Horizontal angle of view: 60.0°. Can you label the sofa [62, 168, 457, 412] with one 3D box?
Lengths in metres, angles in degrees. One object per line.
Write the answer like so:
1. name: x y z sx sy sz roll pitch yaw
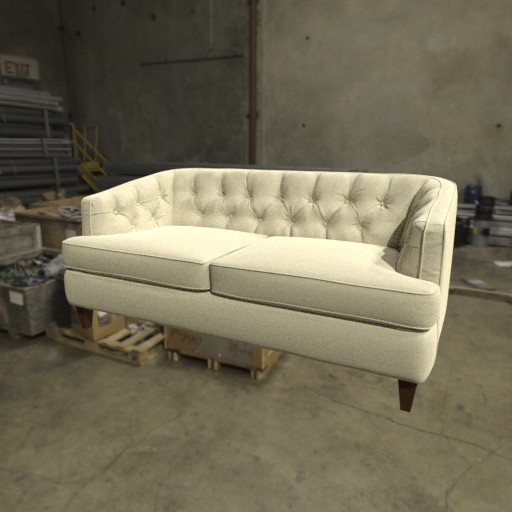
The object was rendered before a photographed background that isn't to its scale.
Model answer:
1. sofa: 0.000 0.000 2.175 1.733 0.855 0.941 7 16 26
